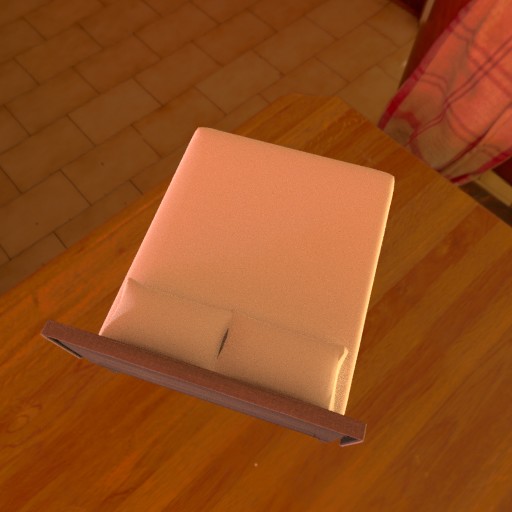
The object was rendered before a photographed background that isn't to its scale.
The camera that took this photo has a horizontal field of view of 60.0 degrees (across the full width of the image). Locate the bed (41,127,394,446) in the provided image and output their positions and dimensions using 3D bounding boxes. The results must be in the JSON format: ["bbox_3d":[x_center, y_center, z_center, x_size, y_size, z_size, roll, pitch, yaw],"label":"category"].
[{"bbox_3d":[0.000,0.000,2.871,1.610,1.089,1.894,16,66,7],"label":"bed"}]
